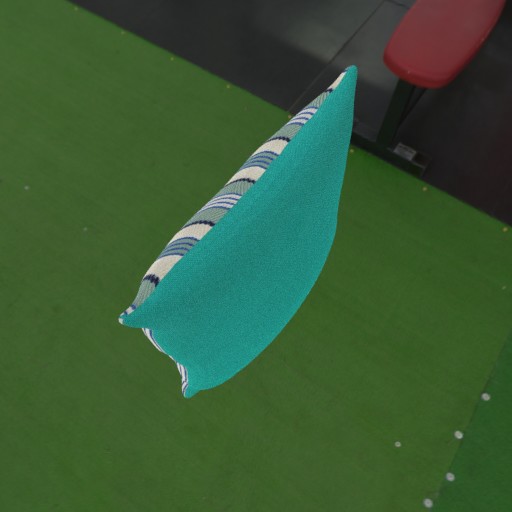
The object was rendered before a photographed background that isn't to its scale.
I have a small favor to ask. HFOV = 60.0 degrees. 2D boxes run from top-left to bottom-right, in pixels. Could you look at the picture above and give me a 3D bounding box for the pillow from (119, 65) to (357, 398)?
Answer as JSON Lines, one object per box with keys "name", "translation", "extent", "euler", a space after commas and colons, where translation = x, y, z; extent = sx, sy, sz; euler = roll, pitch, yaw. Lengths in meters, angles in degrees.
{"name": "pillow", "translation": [0.000, 0.000, 0.690], "extent": [0.182, 0.441, 0.440], "euler": [34, 68, 16]}
